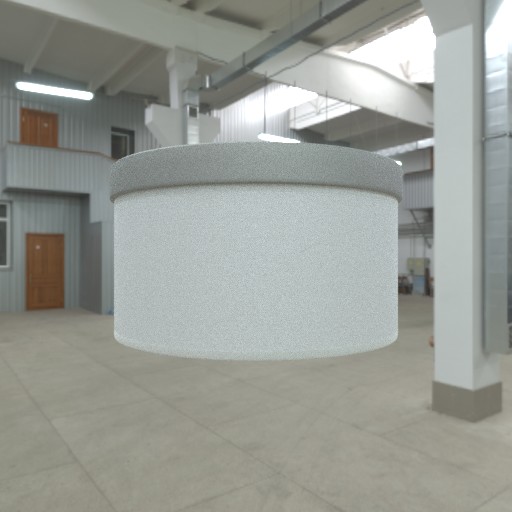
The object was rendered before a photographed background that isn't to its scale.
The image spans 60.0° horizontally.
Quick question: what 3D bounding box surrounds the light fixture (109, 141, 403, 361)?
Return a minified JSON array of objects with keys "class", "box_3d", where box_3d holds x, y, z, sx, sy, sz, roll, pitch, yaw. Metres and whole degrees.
[{"class":"light fixture","box_3d":[0.000,0.000,0.627,0.393,0.229,0.393,0,0,0]}]
